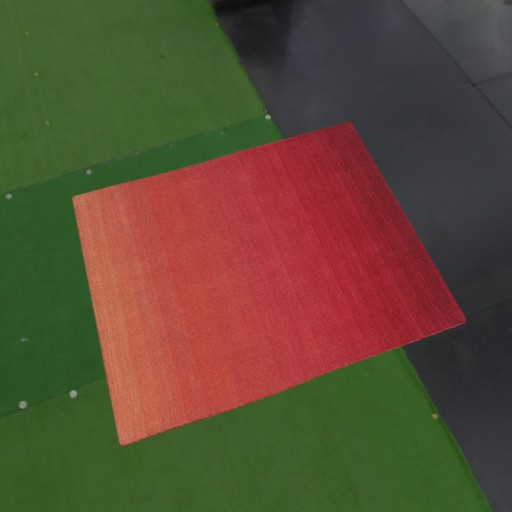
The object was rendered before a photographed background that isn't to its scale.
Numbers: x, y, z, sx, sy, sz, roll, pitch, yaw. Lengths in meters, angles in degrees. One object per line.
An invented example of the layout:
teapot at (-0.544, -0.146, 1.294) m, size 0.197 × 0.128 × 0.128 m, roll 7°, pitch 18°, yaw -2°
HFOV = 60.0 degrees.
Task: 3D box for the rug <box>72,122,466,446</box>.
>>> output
rug at (0.000, 0.000, 3.940) m, size 2.905 × 0.028 × 2.340 m, roll -17°, pitch 64°, yaw -9°
